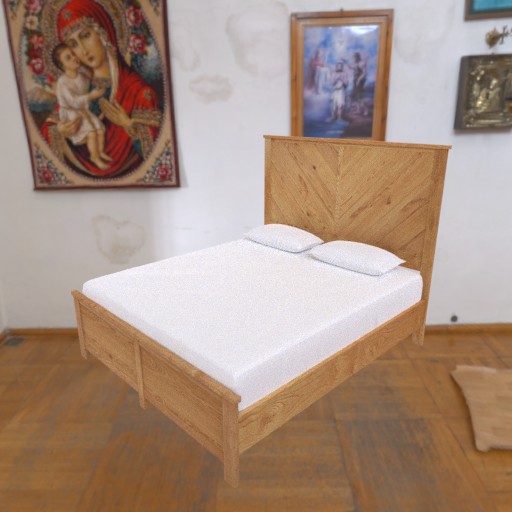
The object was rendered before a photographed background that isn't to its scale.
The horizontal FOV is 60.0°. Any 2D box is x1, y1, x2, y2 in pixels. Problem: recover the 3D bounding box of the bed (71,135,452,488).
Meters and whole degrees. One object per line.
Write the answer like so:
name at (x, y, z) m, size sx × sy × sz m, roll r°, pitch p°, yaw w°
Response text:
bed at (0.000, 0.000, 4.021) m, size 2.530 × 1.938 × 2.225 m, roll -17°, pitch 25°, yaw -42°
